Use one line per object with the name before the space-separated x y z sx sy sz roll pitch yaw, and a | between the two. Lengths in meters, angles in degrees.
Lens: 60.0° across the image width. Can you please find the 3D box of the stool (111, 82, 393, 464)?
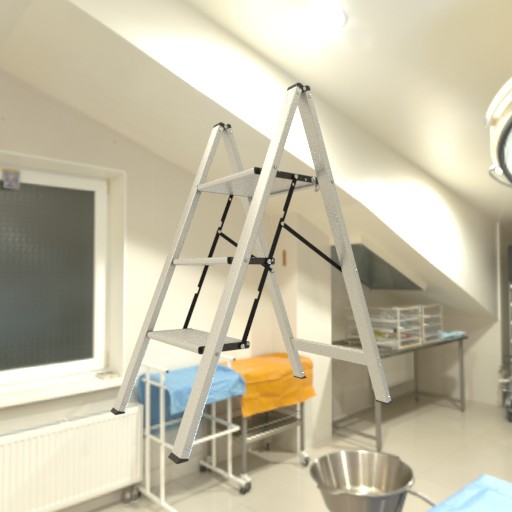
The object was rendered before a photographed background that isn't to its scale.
stool | 0.000 0.000 1.338 0.730 0.902 0.441 1 -2 -36
